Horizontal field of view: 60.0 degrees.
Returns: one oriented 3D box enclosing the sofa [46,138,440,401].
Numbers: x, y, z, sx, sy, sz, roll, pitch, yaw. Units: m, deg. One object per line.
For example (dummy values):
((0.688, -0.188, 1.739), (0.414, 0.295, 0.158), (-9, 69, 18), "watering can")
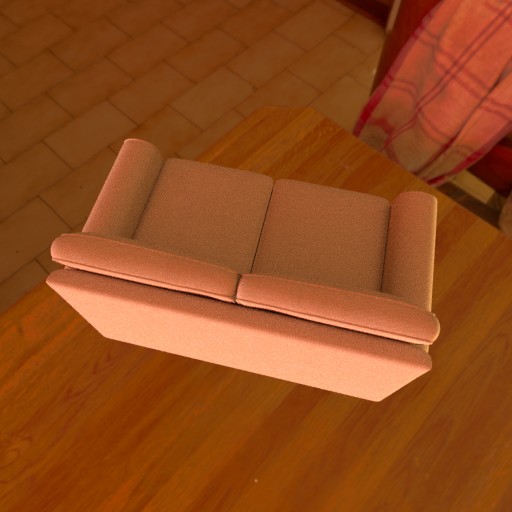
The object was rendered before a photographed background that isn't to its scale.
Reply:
((0.000, 0.000, 2.312), (1.727, 0.940, 0.991), (12, 64, 6), "sofa")
